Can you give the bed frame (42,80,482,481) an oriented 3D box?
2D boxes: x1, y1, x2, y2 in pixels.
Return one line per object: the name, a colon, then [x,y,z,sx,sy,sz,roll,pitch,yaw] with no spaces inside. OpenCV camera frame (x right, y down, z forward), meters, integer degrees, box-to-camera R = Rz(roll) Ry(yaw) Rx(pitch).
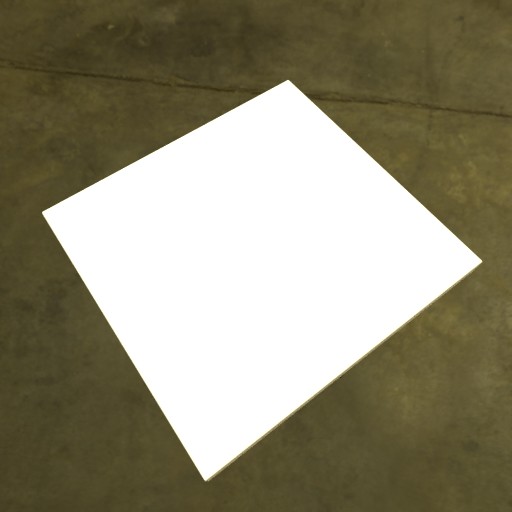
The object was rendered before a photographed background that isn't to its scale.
bed frame: [0.000,0.000,3.041,2.032,0.559,1.930,-33,68,-15]
